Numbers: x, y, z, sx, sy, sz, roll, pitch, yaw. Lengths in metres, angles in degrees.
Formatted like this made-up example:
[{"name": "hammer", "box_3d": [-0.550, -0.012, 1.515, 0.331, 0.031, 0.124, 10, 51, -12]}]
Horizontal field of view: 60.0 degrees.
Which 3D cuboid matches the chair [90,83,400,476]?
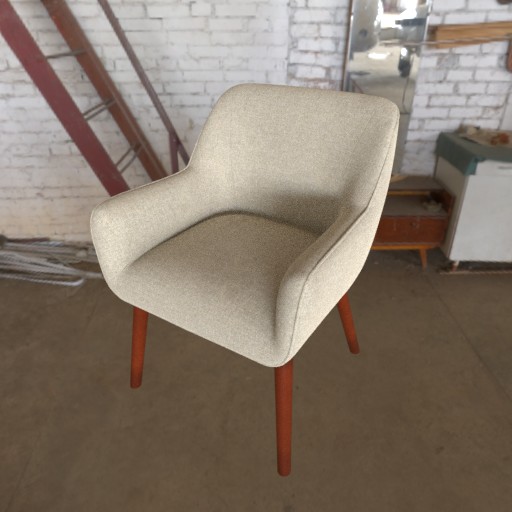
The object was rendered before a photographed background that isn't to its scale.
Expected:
[{"name": "chair", "box_3d": [0.000, 0.000, 1.232, 0.610, 0.813, 0.610, 18, 34, 28]}]
